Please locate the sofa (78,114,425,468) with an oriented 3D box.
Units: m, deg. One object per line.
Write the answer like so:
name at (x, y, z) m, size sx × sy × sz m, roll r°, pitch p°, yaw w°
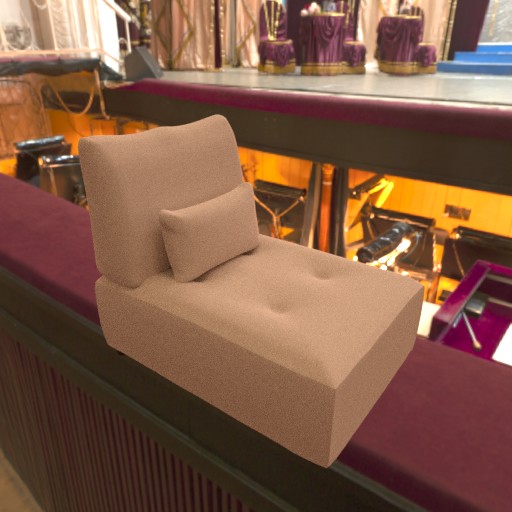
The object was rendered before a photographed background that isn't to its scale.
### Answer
sofa at (0.000, 0.000, 1.555) m, size 1.000 × 0.820 × 0.700 m, roll 18°, pitch 30°, yaw 33°
